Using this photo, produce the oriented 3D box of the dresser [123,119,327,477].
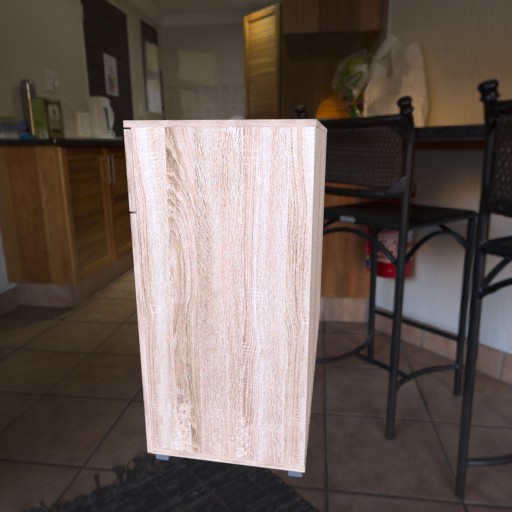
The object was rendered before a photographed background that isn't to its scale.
[{"bbox_3d":[0.000,0.000,1.603,0.450,0.900,1.100,3,15,10],"label":"dresser"}]
